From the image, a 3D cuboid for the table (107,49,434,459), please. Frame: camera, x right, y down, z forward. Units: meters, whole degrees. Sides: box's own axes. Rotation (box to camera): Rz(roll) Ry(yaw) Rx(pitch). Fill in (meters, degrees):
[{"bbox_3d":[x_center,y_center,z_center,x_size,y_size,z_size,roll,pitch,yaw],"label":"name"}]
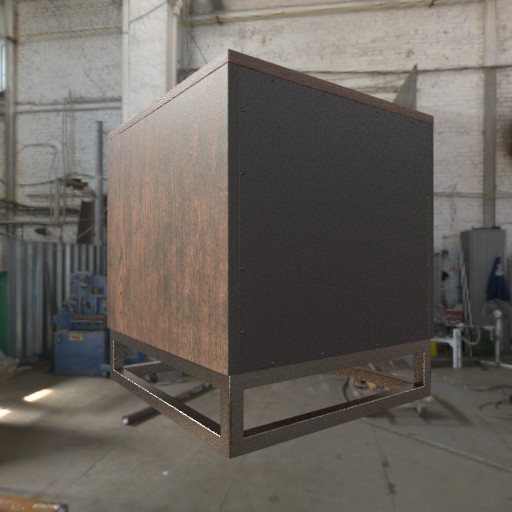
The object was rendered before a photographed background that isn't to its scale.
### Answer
[{"bbox_3d":[0.000,0.000,1.000,0.506,0.582,0.566,0,0,-36],"label":"table"}]
